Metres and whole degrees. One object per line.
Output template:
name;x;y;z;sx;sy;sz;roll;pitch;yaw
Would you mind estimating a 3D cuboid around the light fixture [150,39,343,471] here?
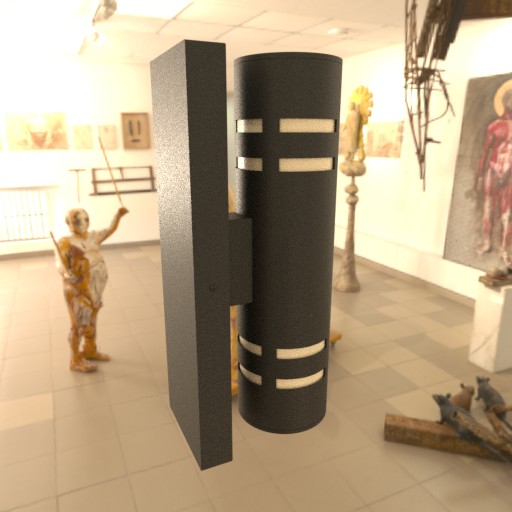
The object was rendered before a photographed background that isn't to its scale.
light fixture;0.000;0.000;0.402;0.149;0.330;0.105;-7;17;-24
